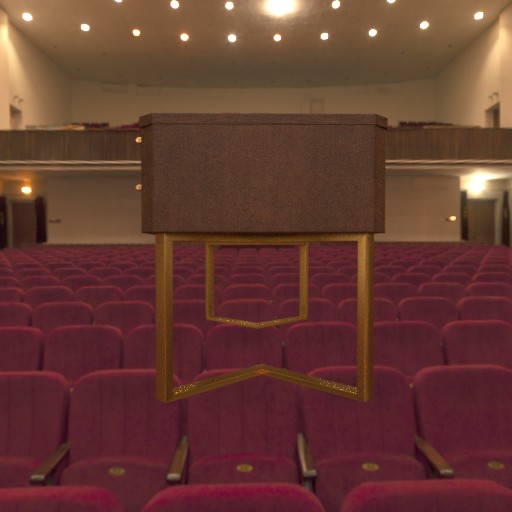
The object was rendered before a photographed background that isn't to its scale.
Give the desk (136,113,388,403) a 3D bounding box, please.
[{"bbox_3d":[0.000,0.000,1.890,0.684,0.762,1.479,0,1,-1],"label":"desk"}]
